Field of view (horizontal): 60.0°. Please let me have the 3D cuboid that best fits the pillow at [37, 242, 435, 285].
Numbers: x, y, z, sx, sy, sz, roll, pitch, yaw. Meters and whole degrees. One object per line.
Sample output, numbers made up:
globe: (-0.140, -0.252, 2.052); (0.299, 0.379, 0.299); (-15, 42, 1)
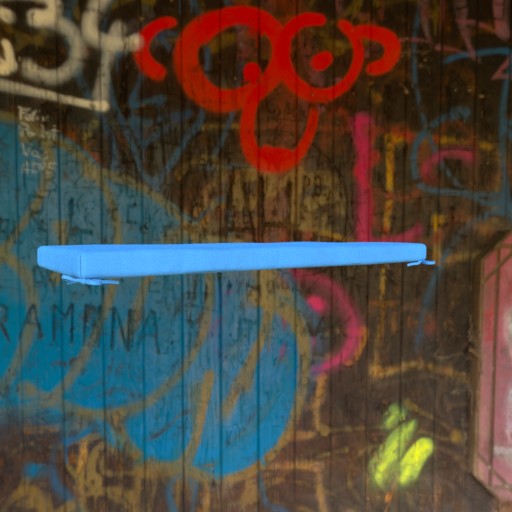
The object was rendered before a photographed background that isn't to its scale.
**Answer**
pillow: (0.000, 0.000, 1.356); (1.187, 0.081, 0.492); (-2, 3, -35)
